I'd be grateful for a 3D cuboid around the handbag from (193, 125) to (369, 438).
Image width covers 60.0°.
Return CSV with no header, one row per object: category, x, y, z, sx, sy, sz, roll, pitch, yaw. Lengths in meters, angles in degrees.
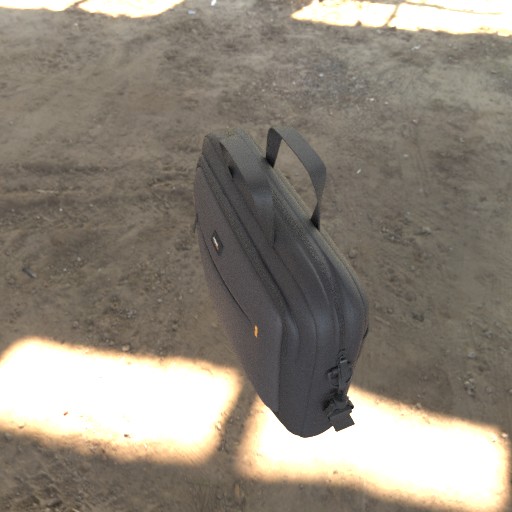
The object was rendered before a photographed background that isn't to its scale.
handbag,0.000,0.000,0.576,0.126,0.330,0.429,-16,49,-15
